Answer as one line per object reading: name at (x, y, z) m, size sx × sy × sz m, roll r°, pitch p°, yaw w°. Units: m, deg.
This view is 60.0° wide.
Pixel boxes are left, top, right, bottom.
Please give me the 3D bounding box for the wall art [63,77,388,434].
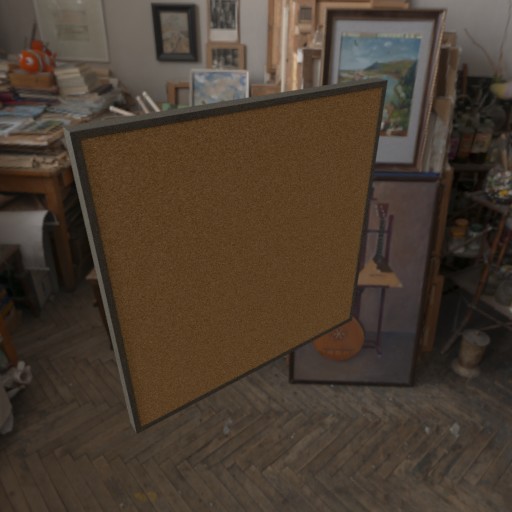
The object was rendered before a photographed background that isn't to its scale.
wall art at (0.000, 0.000, 1.108) m, size 0.758 × 0.758 × 0.039 m, roll -20°, pitch 37°, yaw -29°
